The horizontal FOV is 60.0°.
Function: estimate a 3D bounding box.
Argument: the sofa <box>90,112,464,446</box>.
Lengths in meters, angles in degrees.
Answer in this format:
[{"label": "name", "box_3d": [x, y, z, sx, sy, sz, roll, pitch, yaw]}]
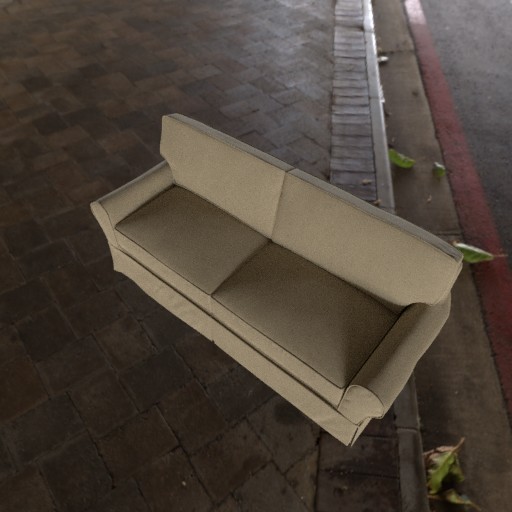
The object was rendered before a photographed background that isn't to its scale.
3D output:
[{"label": "sofa", "box_3d": [0.000, 0.000, 2.780, 2.246, 1.014, 0.900, 32, 55, 26]}]
